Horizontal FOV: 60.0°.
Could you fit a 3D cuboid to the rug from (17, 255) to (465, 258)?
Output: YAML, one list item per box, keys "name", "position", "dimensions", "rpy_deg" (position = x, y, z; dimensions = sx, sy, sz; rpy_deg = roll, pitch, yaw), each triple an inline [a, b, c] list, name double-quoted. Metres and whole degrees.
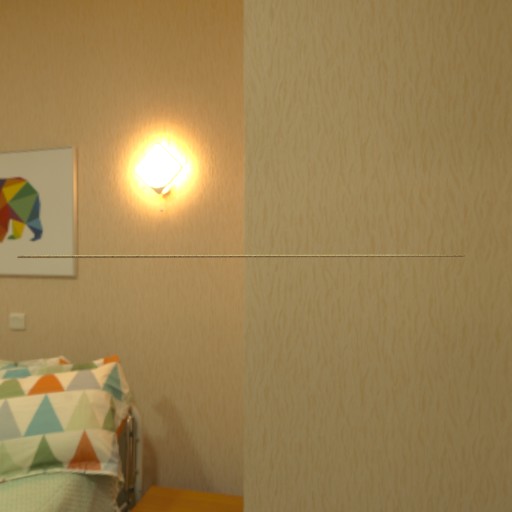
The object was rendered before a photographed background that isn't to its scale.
- name: "rug"
  position: [0.000, 0.000, 2.483]
  dimensions: [2.277, 0.008, 0.676]
  rpy_deg: [0, 0, -18]
